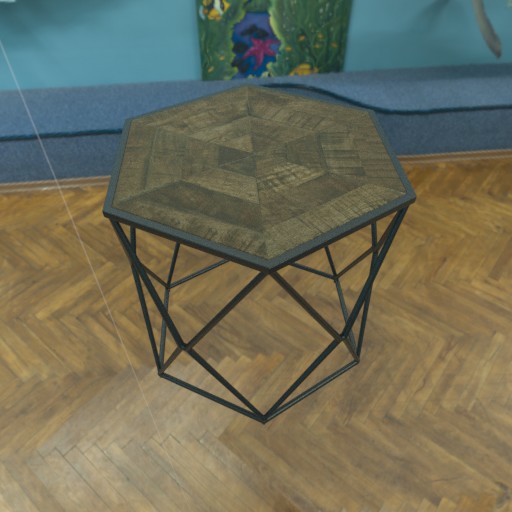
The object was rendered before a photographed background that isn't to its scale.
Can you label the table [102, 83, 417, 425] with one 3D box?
[{"bbox_3d":[0.000,0.000,1.037,0.579,0.564,0.578,-3,47,-3],"label":"table"}]
